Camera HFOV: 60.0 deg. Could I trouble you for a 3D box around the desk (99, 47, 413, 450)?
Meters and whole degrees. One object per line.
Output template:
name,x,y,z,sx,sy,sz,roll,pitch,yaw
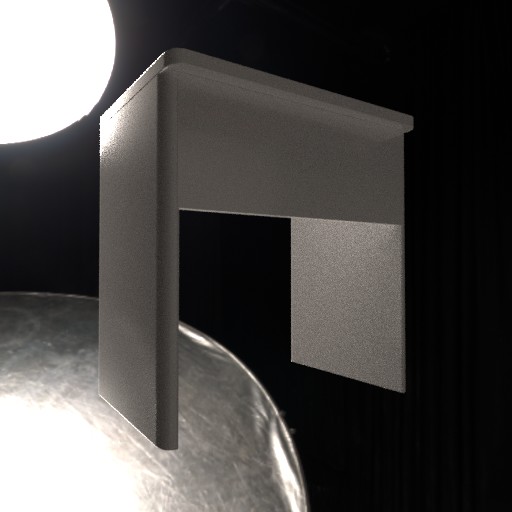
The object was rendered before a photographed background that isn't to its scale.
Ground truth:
desk,0.000,0.000,1.287,0.762,0.800,0.549,1,-1,-34
